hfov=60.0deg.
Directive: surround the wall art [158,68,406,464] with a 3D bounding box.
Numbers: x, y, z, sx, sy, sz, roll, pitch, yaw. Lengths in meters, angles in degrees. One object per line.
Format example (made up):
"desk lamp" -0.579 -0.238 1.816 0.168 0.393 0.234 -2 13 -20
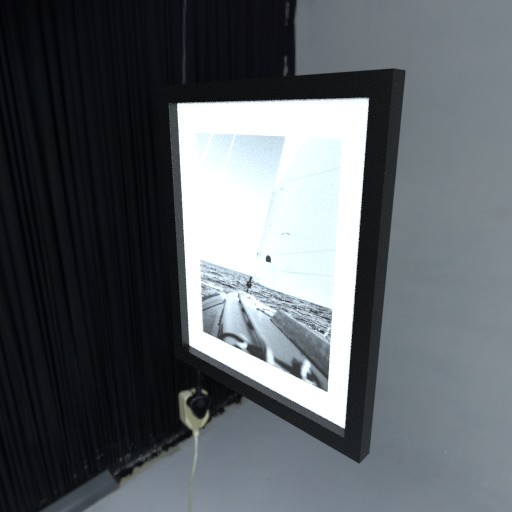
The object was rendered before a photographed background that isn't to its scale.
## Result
"wall art" 0.000 0.000 0.753 0.461 0.558 0.031 16 24 41
